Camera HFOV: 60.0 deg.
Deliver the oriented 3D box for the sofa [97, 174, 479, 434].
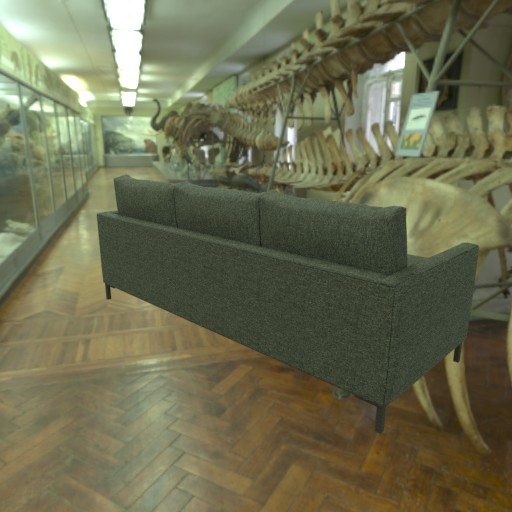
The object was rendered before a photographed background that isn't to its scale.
[{"bbox_3d":[0.000,0.000,2.646,2.253,0.879,0.876,14,20,42],"label":"sofa"}]
